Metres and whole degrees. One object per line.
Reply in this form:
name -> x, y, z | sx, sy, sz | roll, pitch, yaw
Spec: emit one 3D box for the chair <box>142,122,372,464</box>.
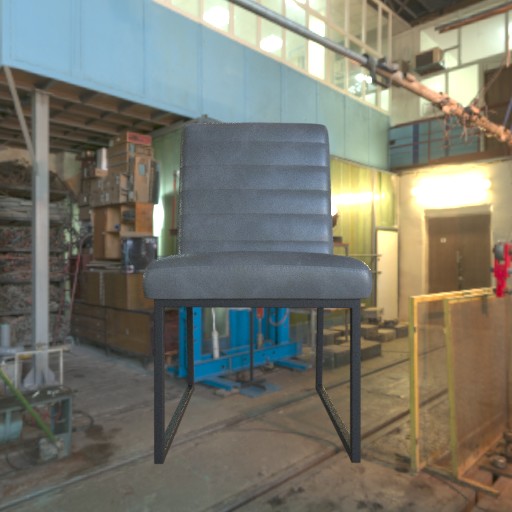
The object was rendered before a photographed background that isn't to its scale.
chair -> 0.000, 0.000, 1.291 | 0.520, 0.930, 0.634 | 0, 0, -1
